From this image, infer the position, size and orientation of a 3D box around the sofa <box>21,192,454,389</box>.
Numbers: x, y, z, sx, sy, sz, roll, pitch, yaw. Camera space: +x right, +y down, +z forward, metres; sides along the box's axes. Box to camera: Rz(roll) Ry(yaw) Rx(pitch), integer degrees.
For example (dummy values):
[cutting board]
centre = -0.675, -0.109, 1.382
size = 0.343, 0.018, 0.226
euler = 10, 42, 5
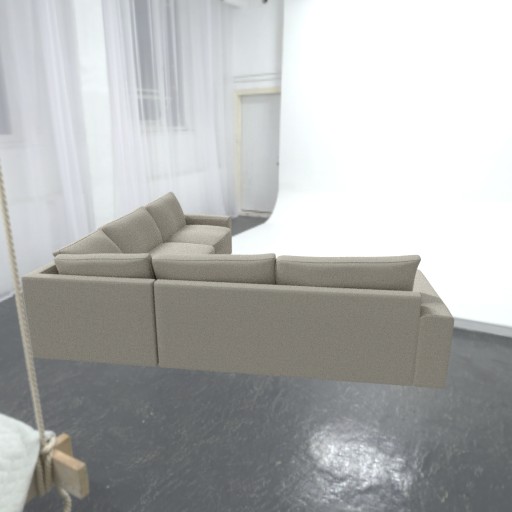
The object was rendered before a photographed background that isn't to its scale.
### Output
[sofa]
centre = 0.000, 0.000, 4.636
size = 3.066, 0.918, 3.206
euler = 2, 16, 8
